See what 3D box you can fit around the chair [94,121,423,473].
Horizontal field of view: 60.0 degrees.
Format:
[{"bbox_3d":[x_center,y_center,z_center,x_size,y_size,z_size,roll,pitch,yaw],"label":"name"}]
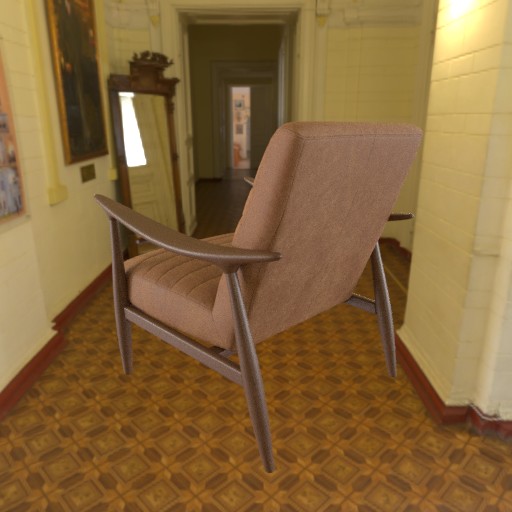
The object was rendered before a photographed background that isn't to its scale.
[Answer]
[{"bbox_3d":[0.000,0.000,1.431,0.741,0.832,0.798,-16,23,-42],"label":"chair"}]
